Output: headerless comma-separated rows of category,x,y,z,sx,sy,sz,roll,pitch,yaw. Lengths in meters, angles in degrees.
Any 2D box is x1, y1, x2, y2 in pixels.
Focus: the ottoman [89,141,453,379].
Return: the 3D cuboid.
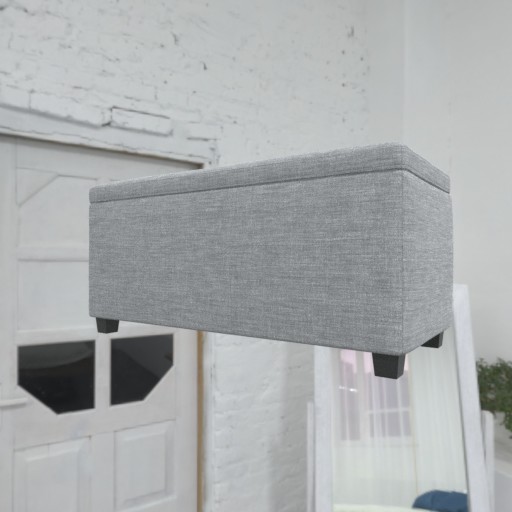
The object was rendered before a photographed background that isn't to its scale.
ottoman,0.000,0.000,1.158,0.902,0.432,0.419,0,0,35
